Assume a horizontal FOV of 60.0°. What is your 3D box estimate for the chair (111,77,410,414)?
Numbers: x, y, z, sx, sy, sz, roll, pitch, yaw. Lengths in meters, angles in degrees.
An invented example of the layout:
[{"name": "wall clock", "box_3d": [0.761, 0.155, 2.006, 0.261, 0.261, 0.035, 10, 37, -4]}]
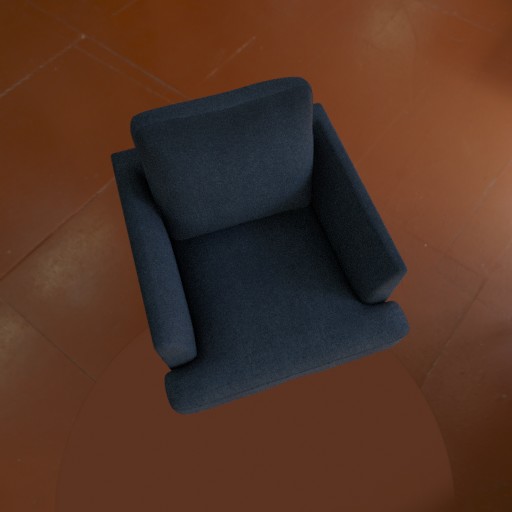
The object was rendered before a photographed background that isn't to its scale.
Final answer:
[{"name": "chair", "box_3d": [0.000, 0.000, 1.642, 0.858, 0.957, 0.899, -16, 65, -8]}]
